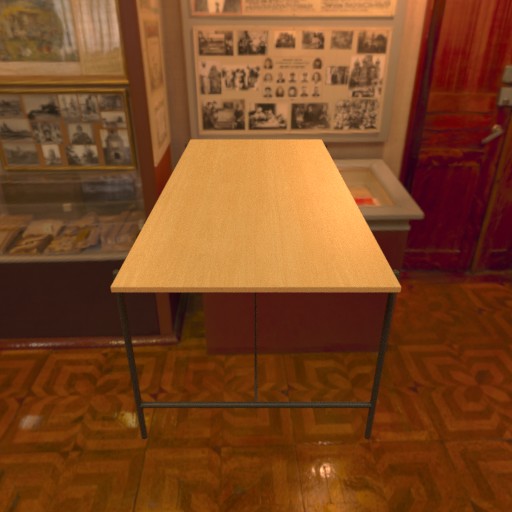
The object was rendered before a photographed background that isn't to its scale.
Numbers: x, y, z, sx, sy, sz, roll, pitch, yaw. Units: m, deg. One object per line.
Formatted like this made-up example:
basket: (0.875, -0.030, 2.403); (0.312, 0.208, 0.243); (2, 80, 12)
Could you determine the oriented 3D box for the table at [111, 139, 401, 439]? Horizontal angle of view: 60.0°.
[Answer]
table: (0.000, 0.000, 2.272); (0.900, 0.758, 1.800); (0, 28, 0)
